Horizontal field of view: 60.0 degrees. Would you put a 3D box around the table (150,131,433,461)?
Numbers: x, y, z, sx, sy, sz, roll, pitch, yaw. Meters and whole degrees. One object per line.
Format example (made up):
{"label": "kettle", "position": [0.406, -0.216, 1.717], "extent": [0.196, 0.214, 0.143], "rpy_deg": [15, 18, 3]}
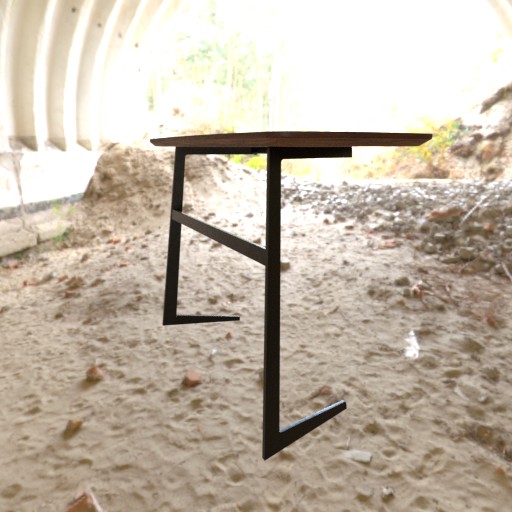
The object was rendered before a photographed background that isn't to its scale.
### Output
{"label": "table", "position": [0.000, 0.000, 1.110], "extent": [0.361, 0.576, 0.804], "rpy_deg": [-7, 15, -26]}
